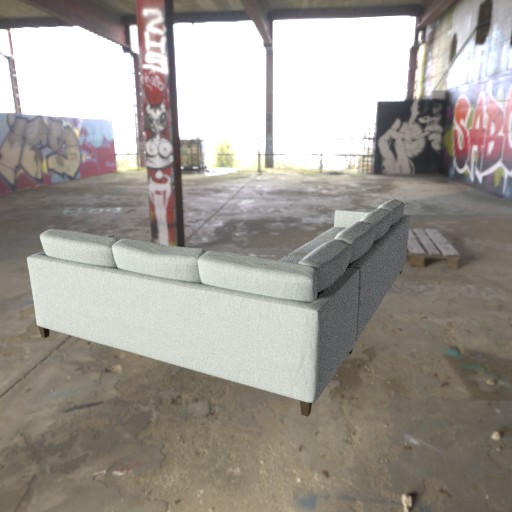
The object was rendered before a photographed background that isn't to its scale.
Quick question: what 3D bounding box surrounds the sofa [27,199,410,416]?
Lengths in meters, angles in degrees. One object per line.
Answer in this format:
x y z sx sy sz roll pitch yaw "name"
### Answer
0.000 0.000 4.487 2.522 0.934 3.333 8 18 26 "sofa"
